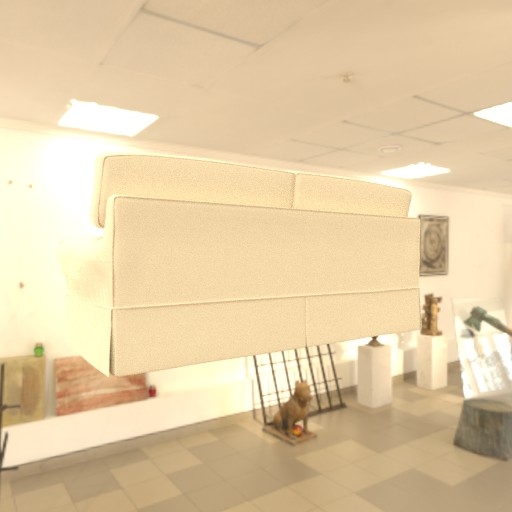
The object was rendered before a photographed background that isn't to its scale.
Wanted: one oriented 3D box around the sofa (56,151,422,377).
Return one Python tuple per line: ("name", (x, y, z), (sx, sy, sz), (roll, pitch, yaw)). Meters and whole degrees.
("sofa", (0.000, 0.000, 2.582), (2.021, 0.937, 0.862), (0, 0, -35))
